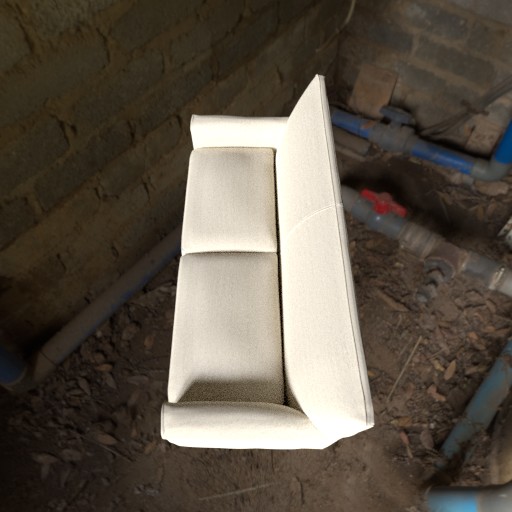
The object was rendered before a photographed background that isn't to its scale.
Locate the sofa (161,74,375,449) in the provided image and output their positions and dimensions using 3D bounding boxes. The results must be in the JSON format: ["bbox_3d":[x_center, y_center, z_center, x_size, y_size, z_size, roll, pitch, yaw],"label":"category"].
[{"bbox_3d":[0.000,0.000,2.475,0.841,0.907,2.001,-1,58,0],"label":"sofa"}]
